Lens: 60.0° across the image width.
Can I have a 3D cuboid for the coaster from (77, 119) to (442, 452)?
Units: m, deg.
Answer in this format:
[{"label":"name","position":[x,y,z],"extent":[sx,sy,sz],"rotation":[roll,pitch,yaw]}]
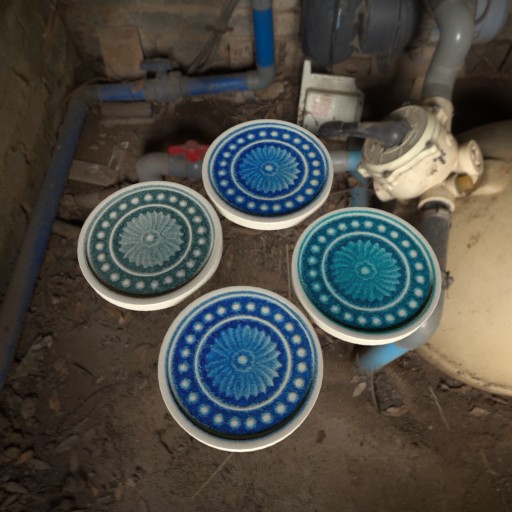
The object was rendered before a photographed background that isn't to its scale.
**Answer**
[{"label":"coaster","position":[0.000,0.000,0.331],"extent":[0.220,0.010,0.224],"rotation":[-34,67,-16]}]
